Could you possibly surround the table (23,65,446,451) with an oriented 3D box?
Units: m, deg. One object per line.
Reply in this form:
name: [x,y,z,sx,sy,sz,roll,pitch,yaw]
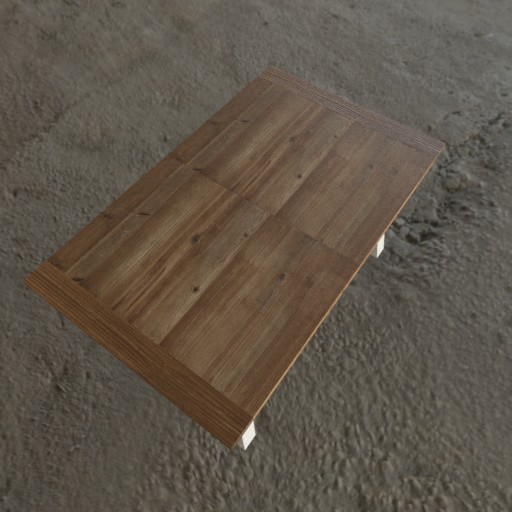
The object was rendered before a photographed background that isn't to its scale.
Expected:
table: [0.000,0.000,2.039,0.922,0.743,1.503,32,63,18]
